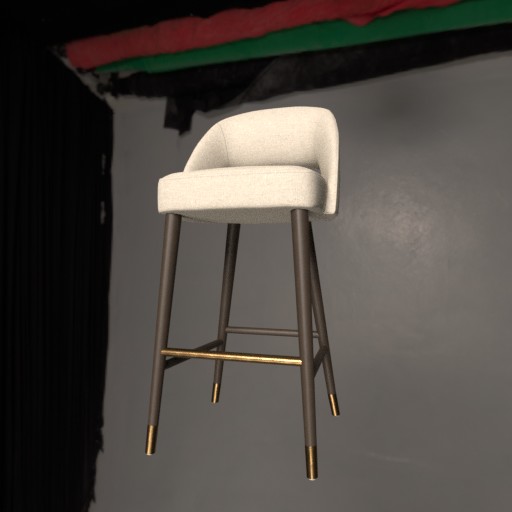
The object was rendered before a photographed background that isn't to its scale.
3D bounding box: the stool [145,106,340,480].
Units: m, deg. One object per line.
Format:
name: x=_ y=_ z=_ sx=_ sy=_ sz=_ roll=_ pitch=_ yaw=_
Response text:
stool: x=0.000 y=0.000 z=1.328 sx=0.494 sy=1.037 sz=0.509 roll=0 pitch=0 yaw=18
